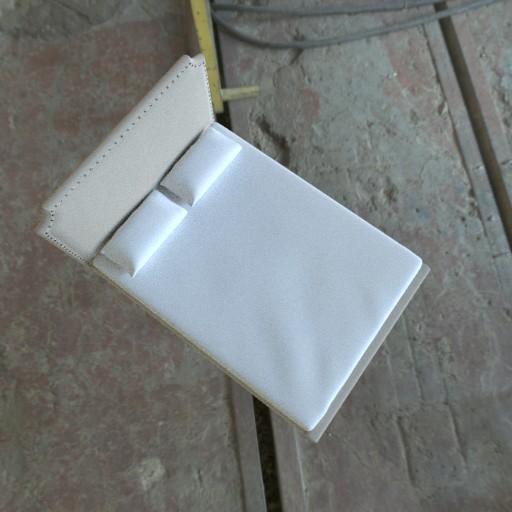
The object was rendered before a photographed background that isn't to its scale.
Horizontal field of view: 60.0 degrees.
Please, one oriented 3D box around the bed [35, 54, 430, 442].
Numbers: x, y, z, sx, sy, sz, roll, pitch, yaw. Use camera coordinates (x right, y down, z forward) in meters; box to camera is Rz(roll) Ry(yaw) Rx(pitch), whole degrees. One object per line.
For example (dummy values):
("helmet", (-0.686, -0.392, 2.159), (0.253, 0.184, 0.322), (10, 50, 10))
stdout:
("bed", (0.000, 0.000, 3.420), (2.372, 1.443, 1.713), (36, 77, 9))
